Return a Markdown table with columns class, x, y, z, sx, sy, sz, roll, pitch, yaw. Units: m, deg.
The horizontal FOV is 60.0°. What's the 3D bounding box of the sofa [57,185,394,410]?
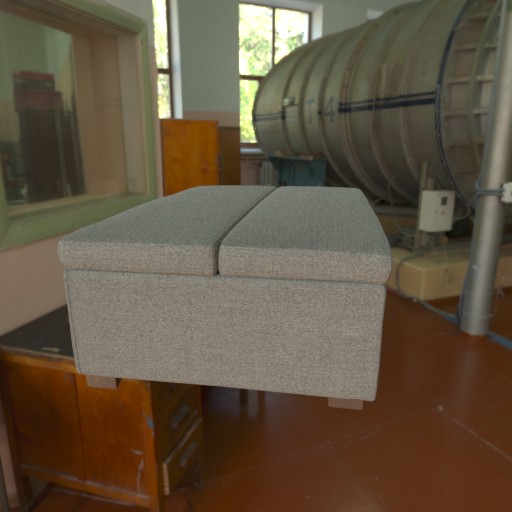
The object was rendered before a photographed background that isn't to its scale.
| class | x | y | z | sx | sy | sz | roll | pitch | yaw |
| --- | --- | --- | --- | --- | --- | --- | --- | --- | --- |
| sofa | 0.000 | 0.000 | 1.635 | 0.817 | 0.434 | 1.250 | 2 | 15 | 9 |
